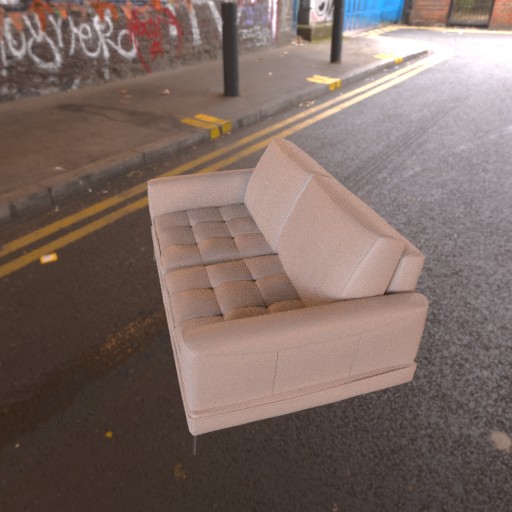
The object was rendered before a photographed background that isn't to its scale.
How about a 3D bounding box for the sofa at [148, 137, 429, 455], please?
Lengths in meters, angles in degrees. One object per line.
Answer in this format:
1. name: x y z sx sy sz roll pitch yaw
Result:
1. sofa: 0.000 0.000 2.554 1.121 0.930 1.819 -9 33 -14
